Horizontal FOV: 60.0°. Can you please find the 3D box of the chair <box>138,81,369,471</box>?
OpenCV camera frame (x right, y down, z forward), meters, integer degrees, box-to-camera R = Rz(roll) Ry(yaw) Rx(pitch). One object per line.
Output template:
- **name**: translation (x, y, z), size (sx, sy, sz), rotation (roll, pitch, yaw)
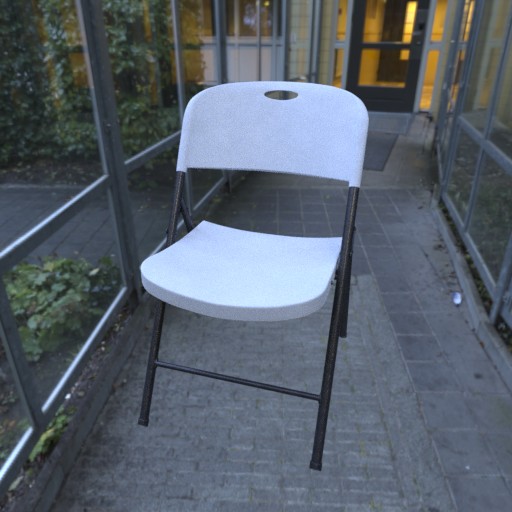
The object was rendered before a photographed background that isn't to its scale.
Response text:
- **chair**: translation (0.000, 0.000, 1.170), size (0.494, 0.810, 0.566), rotation (8, 28, 15)
